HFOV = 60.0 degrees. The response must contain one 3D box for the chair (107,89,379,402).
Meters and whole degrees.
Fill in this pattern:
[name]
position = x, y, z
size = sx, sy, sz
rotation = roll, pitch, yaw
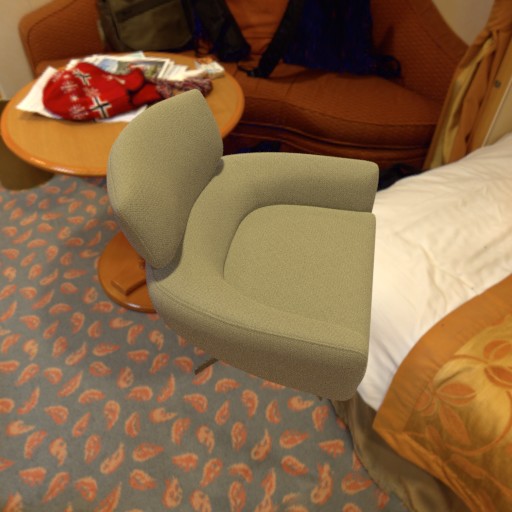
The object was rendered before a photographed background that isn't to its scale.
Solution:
[chair]
position = 0.000, 0.000, 1.379
size = 0.730, 0.810, 0.760
rotation = 9, 48, 9
